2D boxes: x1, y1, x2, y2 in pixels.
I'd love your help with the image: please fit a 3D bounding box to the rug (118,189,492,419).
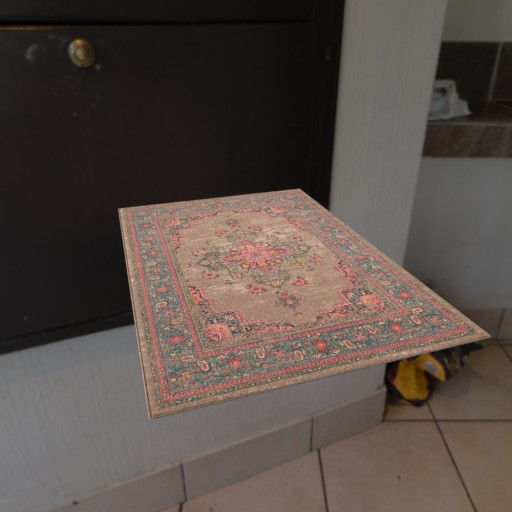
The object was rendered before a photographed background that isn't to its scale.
[{"bbox_3d":[0.000,0.000,3.574,2.005,0.013,2.890,-9,28,-16],"label":"rug"}]
